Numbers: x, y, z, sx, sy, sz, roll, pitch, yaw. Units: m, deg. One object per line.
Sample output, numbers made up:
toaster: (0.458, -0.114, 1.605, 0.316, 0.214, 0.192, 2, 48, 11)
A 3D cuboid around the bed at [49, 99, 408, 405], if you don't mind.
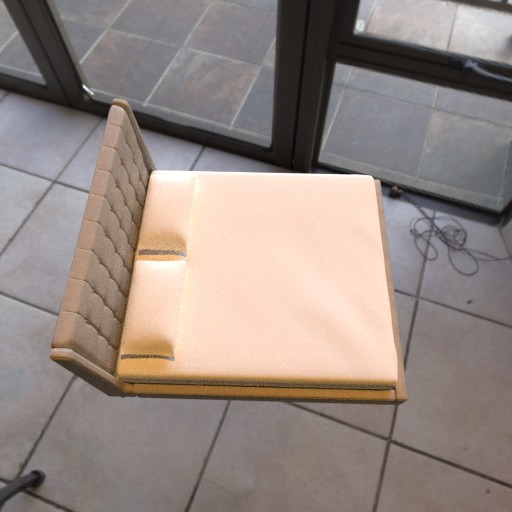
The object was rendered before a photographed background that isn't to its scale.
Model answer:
bed: (0.000, 0.000, 3.534, 2.342, 1.289, 2.062, 1, 62, 1)
